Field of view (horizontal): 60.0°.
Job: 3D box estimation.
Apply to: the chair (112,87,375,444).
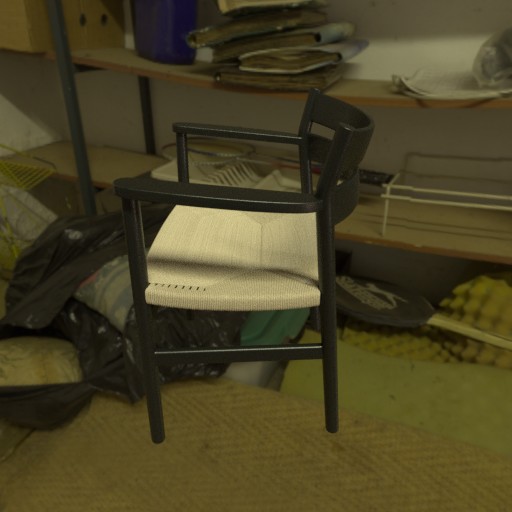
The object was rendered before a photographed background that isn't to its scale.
[{"bbox_3d":[0.000,0.000,1.159,0.508,0.775,0.630,1,27,1],"label":"chair"}]
